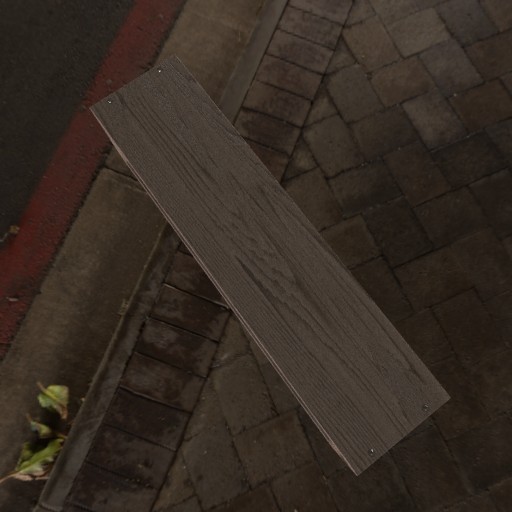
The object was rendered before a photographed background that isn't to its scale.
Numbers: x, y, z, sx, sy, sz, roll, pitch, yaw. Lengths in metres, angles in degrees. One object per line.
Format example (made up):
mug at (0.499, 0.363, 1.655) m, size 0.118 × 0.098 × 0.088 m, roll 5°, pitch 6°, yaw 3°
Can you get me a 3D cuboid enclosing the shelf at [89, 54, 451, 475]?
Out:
shelf at (0.000, 0.000, 0.678) m, size 0.150 × 0.170 × 0.610 m, roll -36°, pitch 79°, yaw -8°
